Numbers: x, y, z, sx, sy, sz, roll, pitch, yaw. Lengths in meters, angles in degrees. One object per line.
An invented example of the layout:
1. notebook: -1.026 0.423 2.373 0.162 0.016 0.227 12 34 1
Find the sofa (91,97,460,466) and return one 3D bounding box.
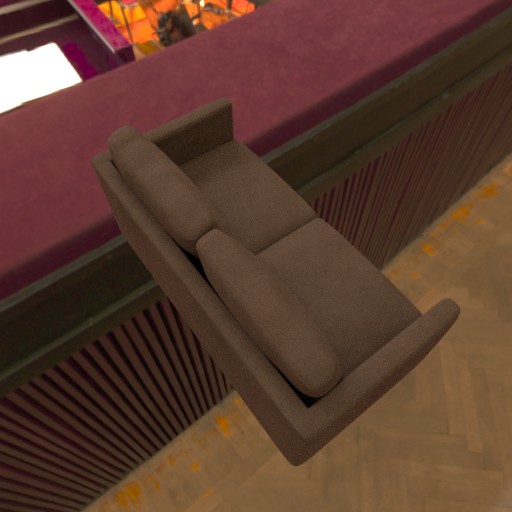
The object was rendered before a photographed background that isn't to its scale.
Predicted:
1. sofa: 0.000 0.000 2.437 0.950 0.963 1.884 -32 62 -19
